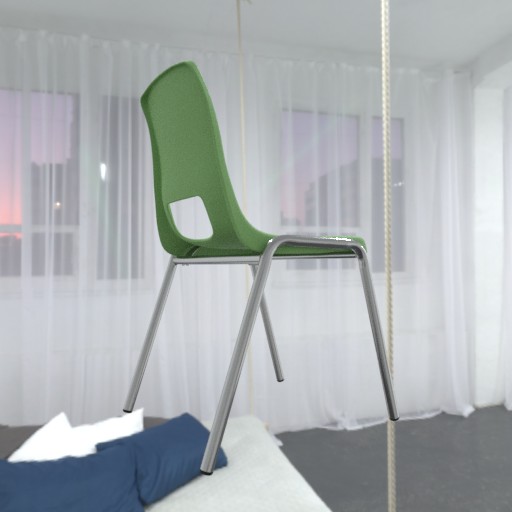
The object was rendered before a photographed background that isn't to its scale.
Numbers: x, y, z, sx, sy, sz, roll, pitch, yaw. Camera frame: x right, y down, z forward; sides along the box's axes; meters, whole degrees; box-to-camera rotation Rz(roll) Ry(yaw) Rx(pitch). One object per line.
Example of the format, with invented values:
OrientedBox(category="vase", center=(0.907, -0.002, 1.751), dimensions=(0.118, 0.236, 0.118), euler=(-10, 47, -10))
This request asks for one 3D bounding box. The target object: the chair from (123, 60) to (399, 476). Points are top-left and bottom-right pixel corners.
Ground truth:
OrientedBox(category="chair", center=(0.000, 0.000, 0.913), dimensions=(0.436, 0.653, 0.381), euler=(1, -2, -35))
